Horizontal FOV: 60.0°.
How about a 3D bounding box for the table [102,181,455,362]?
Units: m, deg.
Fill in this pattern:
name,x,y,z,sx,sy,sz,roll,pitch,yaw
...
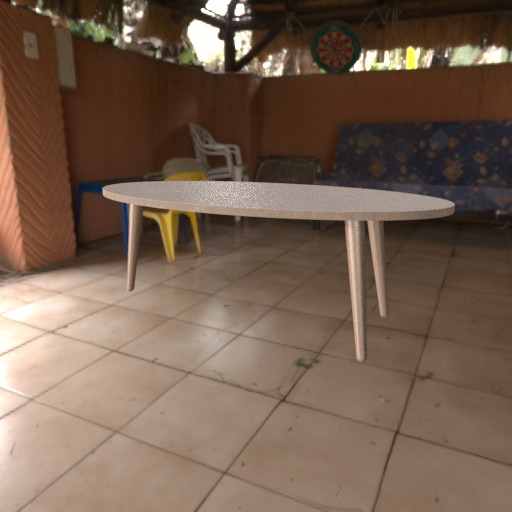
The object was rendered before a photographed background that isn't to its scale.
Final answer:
name,x,y,z,sx,sy,sz,roll,pitch,yaw
table,0.000,0.000,1.365,1.083,0.390,0.542,7,17,25
